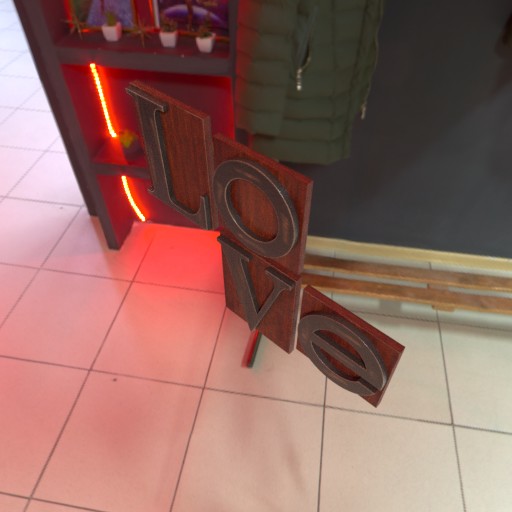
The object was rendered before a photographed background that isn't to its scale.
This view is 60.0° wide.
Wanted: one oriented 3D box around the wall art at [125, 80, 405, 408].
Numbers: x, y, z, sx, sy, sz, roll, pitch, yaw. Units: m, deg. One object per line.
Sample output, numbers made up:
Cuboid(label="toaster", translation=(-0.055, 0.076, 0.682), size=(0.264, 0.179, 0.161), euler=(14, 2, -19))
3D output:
Cuboid(label="wall art", translation=(0.000, 0.000, 0.863), size=(0.635, 0.497, 0.030), euler=(33, 55, 27))
